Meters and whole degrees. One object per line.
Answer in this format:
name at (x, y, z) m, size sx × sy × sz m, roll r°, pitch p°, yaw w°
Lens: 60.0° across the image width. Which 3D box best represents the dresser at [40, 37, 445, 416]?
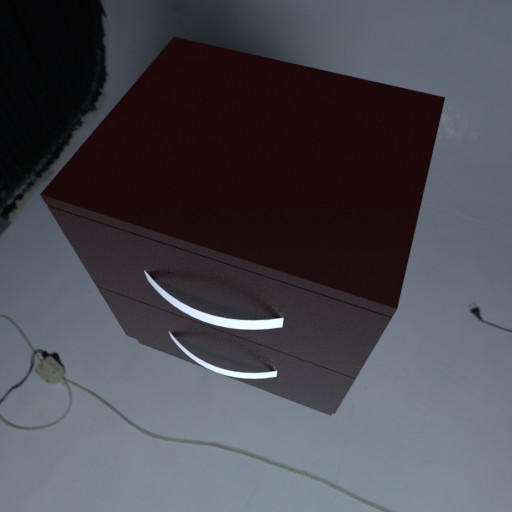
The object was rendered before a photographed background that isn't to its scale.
dresser at (0.000, 0.000, 0.730) m, size 0.400 × 0.470 × 0.360 m, roll 18°, pitch 59°, yaw 11°
